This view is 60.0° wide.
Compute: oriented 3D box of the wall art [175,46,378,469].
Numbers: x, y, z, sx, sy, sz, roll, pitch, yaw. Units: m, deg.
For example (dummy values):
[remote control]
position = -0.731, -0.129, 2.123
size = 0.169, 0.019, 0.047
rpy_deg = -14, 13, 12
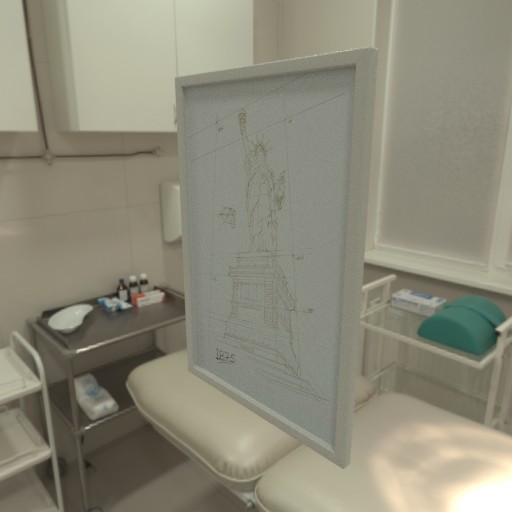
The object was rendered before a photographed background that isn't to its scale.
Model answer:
[wall art]
position = 0.000, 0.000, 1.483
size = 0.038, 1.183, 0.808
rpy_deg = -14, 21, -42
